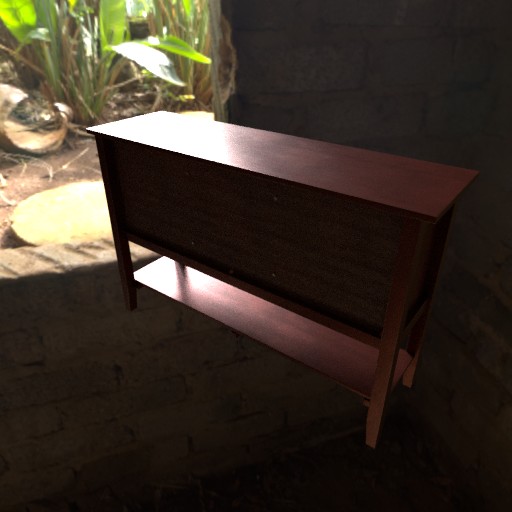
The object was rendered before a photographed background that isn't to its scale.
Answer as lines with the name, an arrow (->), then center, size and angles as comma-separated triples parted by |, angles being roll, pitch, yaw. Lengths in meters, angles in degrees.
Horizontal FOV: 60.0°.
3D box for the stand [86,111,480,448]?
stand -> 0.000, 0.000, 1.746 | 1.362, 0.872, 0.410 | 21, 36, 31
